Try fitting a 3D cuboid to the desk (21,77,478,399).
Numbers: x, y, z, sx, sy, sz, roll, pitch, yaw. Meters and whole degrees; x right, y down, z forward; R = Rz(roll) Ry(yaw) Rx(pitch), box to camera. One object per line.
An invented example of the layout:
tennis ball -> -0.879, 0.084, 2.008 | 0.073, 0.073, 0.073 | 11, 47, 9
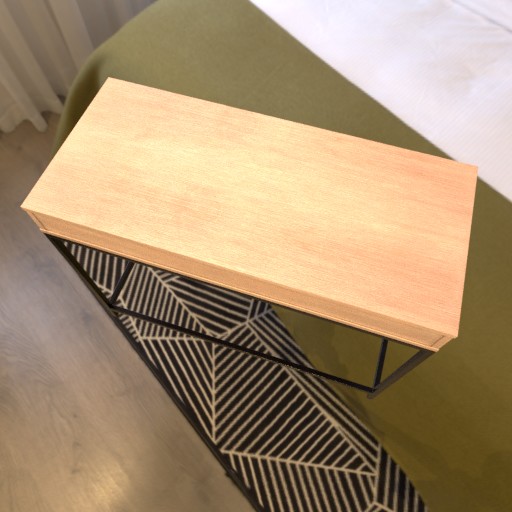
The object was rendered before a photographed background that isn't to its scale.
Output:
desk -> 0.000, 0.000, 1.414 | 1.016, 0.762, 0.470 | 16, 64, 8
